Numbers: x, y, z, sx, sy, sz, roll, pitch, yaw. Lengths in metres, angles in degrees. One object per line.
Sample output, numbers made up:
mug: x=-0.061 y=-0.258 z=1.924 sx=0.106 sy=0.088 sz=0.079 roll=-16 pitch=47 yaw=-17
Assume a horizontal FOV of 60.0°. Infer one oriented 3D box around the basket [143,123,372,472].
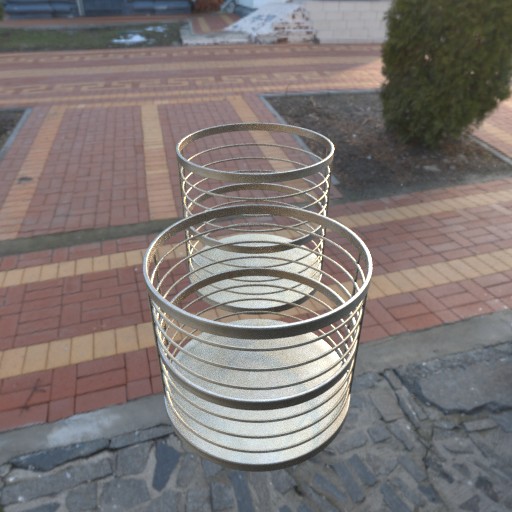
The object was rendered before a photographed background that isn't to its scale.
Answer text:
basket: x=0.000 y=0.000 z=0.934 sx=0.356 sy=0.351 sz=0.746 roll=0 pitch=32 yaw=-1
